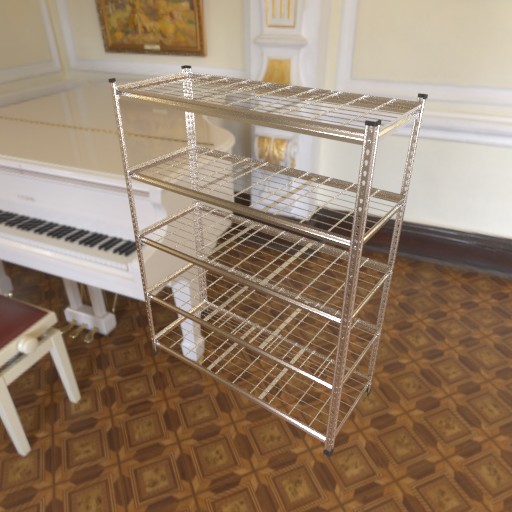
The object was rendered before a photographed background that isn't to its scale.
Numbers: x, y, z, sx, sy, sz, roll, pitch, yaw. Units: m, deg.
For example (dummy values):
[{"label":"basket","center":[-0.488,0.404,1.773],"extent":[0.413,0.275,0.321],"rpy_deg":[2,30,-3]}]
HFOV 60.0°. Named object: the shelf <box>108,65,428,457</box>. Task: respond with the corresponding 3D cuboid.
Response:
[{"label":"shelf","center":[0.000,0.000,2.725],"extent":[1.524,1.981,0.610],"rpy_deg":[20,37,30]}]
